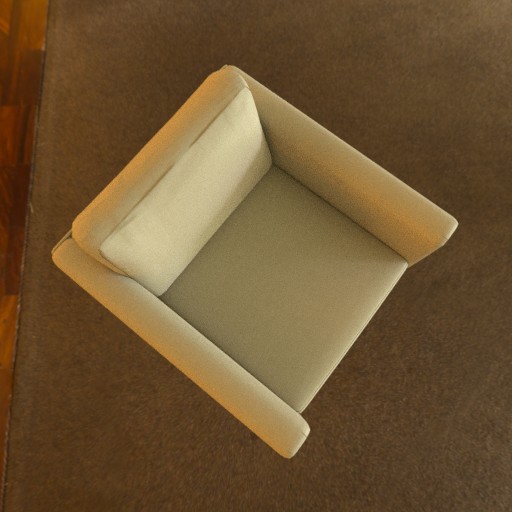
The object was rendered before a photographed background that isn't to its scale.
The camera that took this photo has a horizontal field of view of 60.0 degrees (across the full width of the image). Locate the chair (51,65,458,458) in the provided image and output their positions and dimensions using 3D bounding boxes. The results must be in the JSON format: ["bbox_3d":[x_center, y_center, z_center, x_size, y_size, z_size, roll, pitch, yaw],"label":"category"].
[{"bbox_3d":[0.000,0.000,1.621,0.959,0.838,0.914,37,79,9],"label":"chair"}]
